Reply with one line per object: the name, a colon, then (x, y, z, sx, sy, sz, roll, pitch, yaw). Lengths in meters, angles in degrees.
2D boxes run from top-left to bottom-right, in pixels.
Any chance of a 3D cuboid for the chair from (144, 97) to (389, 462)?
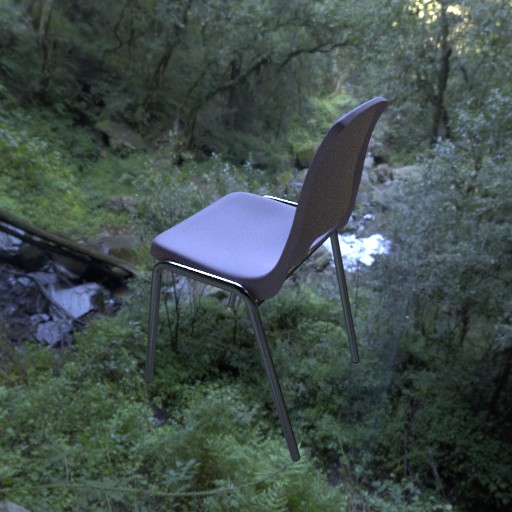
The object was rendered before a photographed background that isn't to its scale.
chair: (0.000, 0.000, 0.973, 0.436, 0.704, 0.381, 19, 37, 27)
